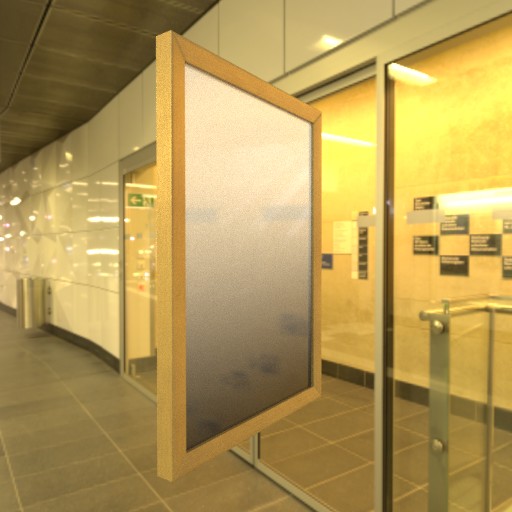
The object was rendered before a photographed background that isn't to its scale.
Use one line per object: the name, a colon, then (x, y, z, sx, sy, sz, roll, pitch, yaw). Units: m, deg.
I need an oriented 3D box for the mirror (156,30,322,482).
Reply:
mirror: (0.000, 0.000, 0.912, 0.040, 0.710, 0.507, 1, 1, 36)
